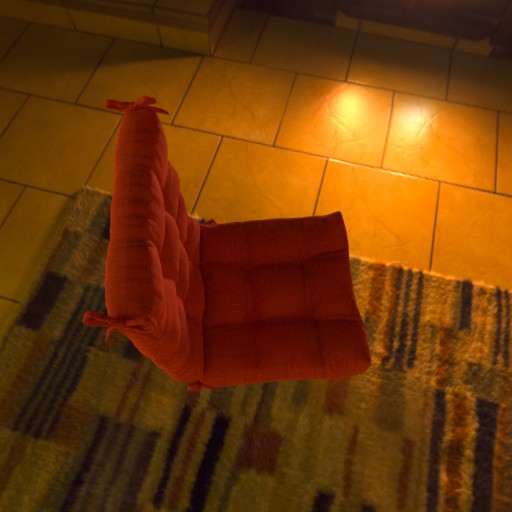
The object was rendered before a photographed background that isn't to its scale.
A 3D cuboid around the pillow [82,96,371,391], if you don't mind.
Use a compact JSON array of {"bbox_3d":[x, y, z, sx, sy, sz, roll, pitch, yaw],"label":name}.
[{"bbox_3d":[0.000,0.000,1.036,0.571,0.605,0.519,-4,63,-2],"label":"pillow"}]
